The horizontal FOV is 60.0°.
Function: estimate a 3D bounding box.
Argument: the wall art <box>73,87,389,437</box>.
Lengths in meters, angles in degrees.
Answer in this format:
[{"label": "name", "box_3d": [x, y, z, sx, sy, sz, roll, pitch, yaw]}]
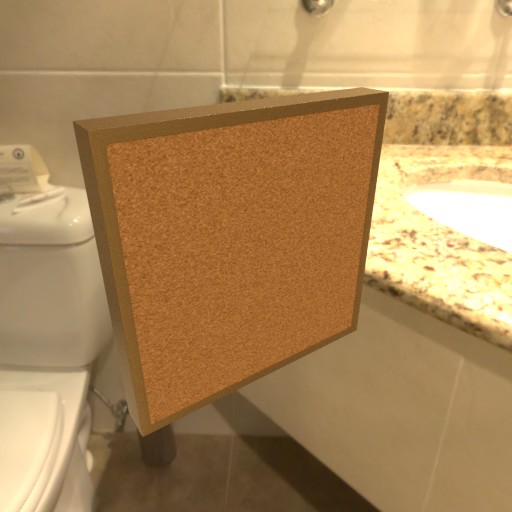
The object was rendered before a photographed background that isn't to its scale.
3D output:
[{"label": "wall art", "box_3d": [0.000, 0.000, 0.463, 0.304, 0.305, 0.038, -18, 34, -30]}]
